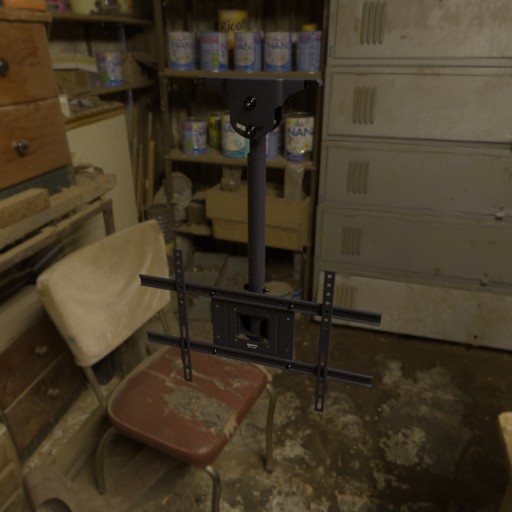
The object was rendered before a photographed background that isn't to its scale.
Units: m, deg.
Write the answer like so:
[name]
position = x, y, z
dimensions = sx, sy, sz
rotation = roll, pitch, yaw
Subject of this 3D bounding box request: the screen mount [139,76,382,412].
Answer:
[screen mount]
position = 0.000, 0.000, 1.037
dimensions = 0.595, 0.775, 0.090
rotation = 8, 27, 16
